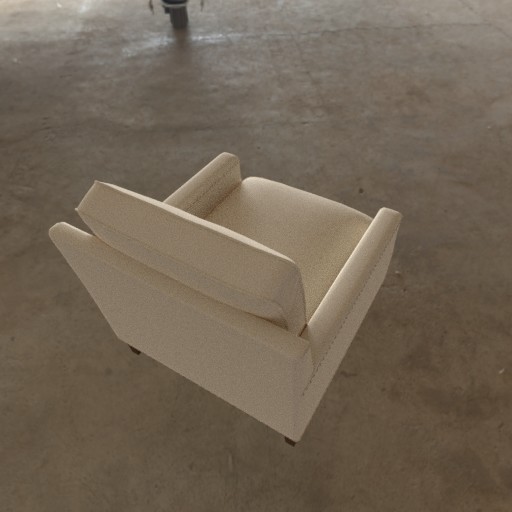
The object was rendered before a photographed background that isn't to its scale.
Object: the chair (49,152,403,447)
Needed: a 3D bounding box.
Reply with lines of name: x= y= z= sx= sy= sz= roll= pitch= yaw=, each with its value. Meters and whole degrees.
chair: x=0.000 y=0.000 z=1.696 sx=0.853 sy=0.943 sz=1.014 roll=23 pitch=50 yaw=21
